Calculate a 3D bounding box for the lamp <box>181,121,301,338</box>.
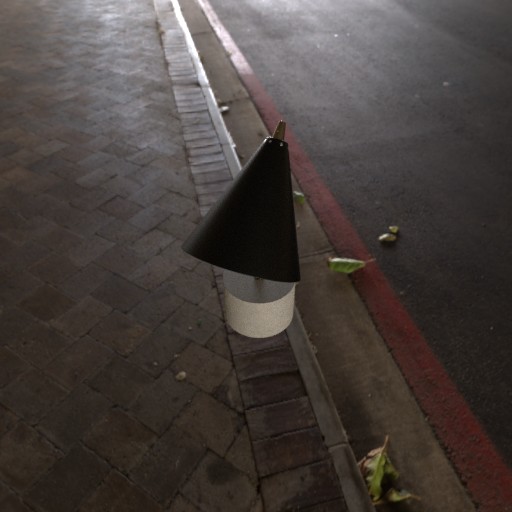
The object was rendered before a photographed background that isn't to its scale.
[{"bbox_3d":[0.000,0.000,0.734,0.214,0.518,0.403,13,43,15],"label":"lamp"}]
